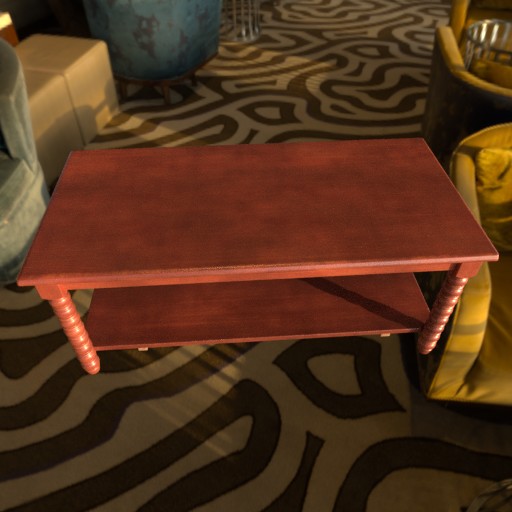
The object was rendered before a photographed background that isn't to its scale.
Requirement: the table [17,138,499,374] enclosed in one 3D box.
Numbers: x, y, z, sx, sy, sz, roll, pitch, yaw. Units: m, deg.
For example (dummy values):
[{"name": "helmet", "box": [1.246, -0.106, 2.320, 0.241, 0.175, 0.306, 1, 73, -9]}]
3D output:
[{"name": "table", "box": [0.000, 0.000, 1.434, 1.171, 0.485, 0.580, -3, 45, -3]}]
